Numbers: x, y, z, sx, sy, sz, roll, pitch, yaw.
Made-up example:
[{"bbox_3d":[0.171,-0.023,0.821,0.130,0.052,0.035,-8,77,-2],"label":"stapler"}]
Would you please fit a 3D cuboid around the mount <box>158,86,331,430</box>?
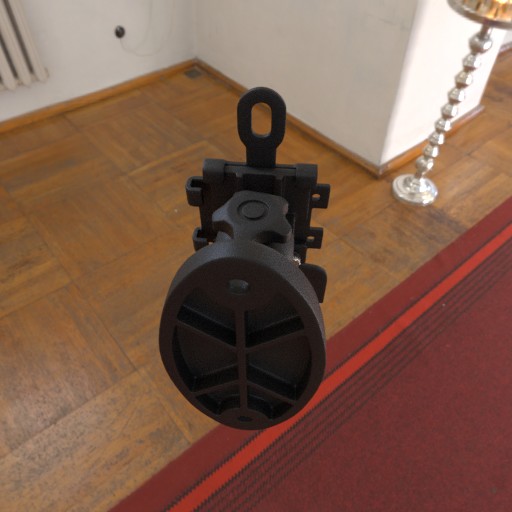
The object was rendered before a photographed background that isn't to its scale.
[{"bbox_3d":[0.000,0.000,0.176,0.066,0.118,0.100,4,48,3],"label":"mount"}]
